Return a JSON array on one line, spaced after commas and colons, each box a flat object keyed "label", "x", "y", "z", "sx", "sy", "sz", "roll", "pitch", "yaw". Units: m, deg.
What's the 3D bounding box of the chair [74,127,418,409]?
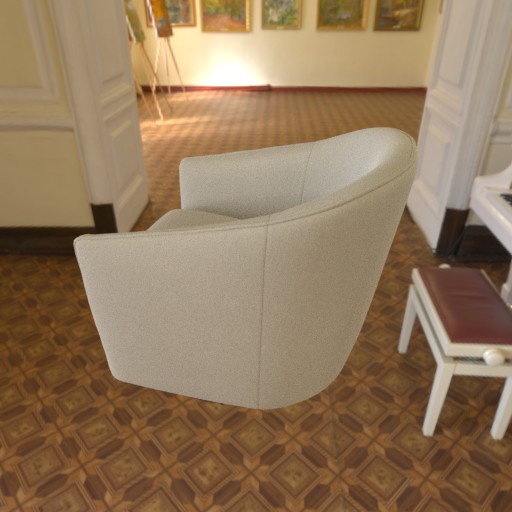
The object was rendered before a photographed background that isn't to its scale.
[{"label": "chair", "x": 0.000, "y": 0.000, "z": 1.439, "sx": 0.875, "sy": 0.799, "sz": 0.747, "roll": 8, "pitch": 31, "yaw": 13}]
